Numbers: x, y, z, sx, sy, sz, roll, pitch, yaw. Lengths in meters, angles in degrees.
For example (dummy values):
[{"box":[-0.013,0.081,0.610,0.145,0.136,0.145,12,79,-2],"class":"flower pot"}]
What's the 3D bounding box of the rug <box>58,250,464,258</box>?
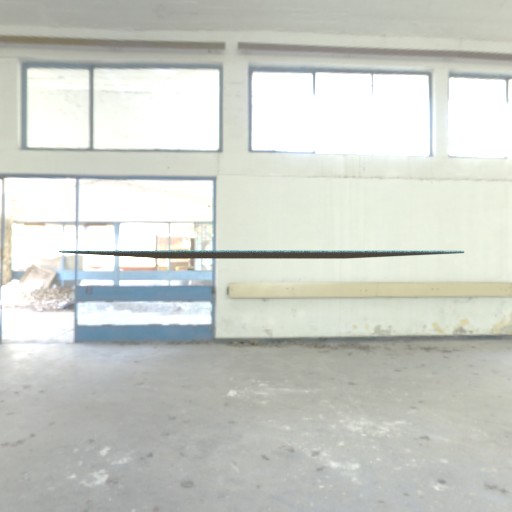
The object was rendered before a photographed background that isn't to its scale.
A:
[{"box":[0.000,0.000,4.174,2.441,0.016,3.050,0,-1,-2],"class":"rug"}]
